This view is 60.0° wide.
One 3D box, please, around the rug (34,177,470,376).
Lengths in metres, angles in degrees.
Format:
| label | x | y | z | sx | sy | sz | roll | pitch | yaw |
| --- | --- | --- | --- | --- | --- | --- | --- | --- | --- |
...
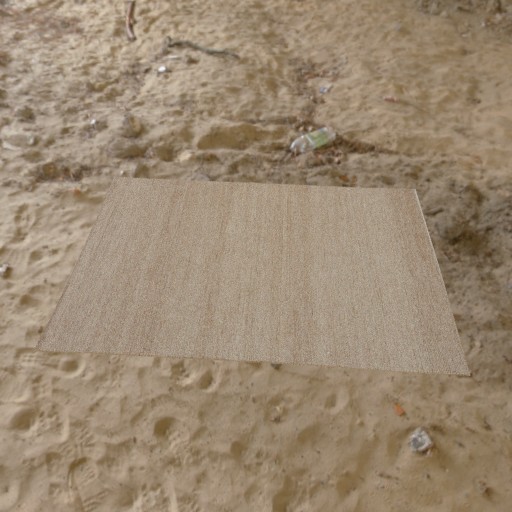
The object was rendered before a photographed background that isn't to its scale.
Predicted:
| label | x | y | z | sx | sy | sz | roll | pitch | yaw |
| --- | --- | --- | --- | --- | --- | --- | --- | --- | --- |
| rug | 0.000 | 0.000 | 2.892 | 2.346 | 0.029 | 1.574 | 3 | 46 | 3 |
